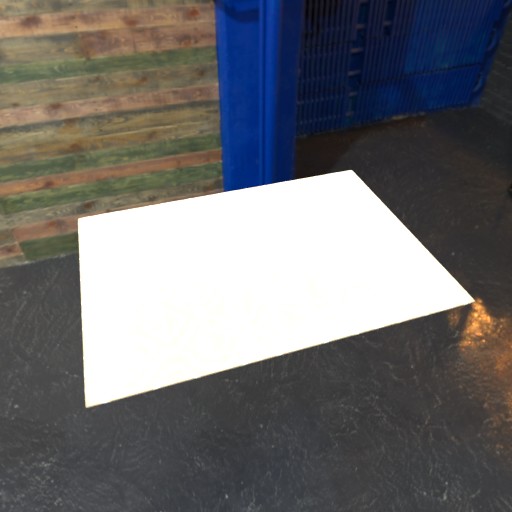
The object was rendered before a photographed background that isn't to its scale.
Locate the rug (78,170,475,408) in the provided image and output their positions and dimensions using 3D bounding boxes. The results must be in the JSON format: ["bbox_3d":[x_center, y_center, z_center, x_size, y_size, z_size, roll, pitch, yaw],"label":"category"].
[{"bbox_3d":[0.000,0.000,2.817,2.134,0.010,1.524,-12,43,-13],"label":"rug"}]
